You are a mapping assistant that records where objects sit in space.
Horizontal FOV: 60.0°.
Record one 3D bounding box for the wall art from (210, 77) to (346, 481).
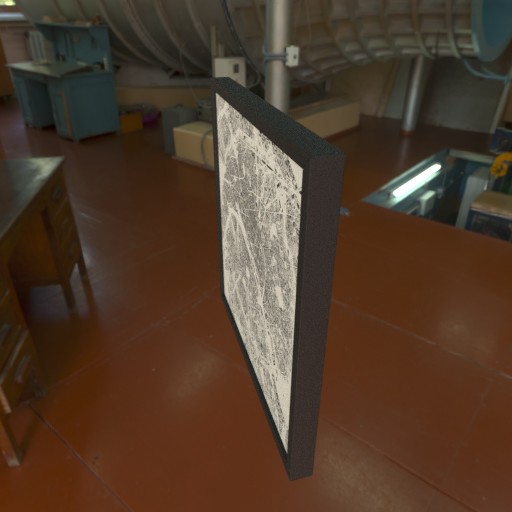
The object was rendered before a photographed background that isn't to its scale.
[{"bbox_3d":[0.000,0.000,0.764,0.037,0.508,0.508,-8,31,-14],"label":"wall art"}]
